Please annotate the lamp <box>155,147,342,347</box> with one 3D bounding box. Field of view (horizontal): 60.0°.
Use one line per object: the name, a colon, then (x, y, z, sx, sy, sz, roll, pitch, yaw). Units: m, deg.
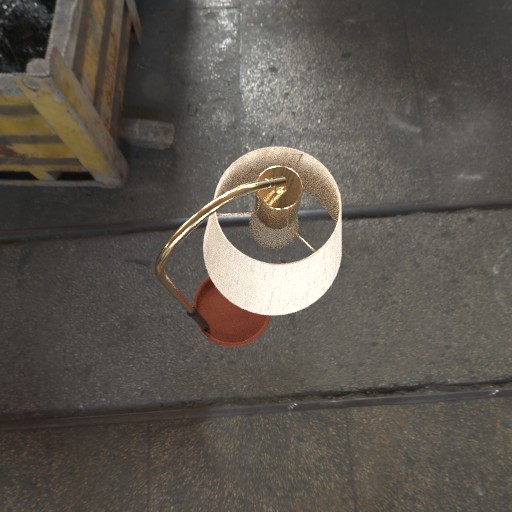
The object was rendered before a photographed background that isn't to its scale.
lamp: (0.000, 0.000, 0.658, 0.273, 0.536, 0.211, -36, 77, -9)
